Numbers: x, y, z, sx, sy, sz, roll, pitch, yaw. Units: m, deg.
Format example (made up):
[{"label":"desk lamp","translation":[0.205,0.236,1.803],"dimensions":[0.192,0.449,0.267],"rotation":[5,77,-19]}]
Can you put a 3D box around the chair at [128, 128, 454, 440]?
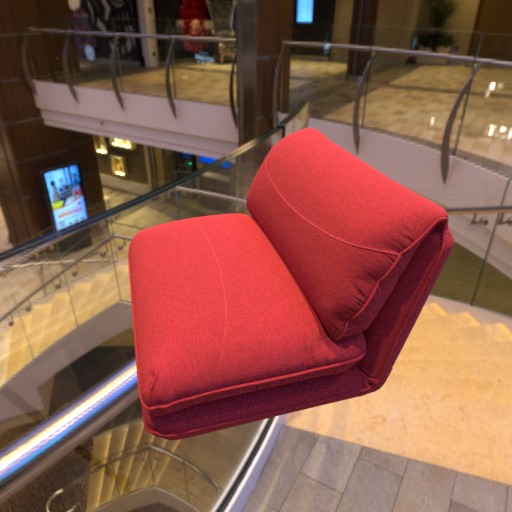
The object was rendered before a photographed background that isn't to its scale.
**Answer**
[{"label":"chair","translation":[0.000,0.000,1.362],"dimensions":[0.780,0.580,0.820],"rotation":[-8,31,-14]}]
